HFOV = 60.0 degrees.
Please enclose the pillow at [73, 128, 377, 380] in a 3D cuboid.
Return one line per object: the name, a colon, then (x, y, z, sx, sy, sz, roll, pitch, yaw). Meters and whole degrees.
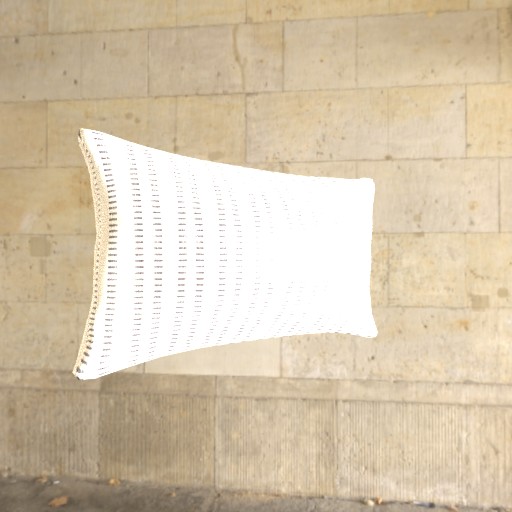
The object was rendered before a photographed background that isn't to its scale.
pillow: (0.000, 0.000, 0.807, 0.640, 0.353, 0.210, 1, -1, -36)
